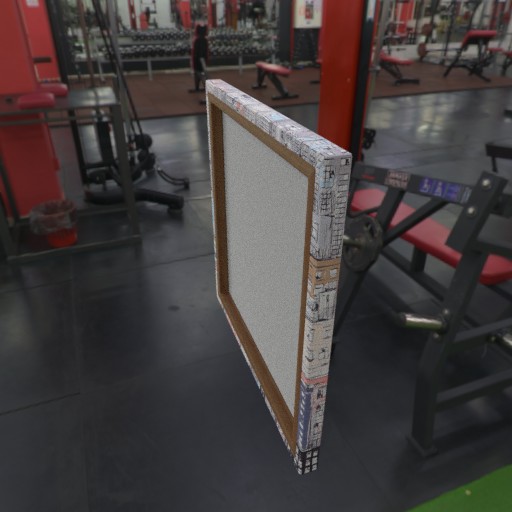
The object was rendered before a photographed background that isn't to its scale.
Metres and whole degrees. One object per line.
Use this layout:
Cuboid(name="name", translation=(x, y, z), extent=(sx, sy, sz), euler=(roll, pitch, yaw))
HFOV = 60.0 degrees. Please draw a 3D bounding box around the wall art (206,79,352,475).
Cuboid(name="wall art", translation=(0.000, 0.000, 1.159), extent=(0.048, 0.762, 0.761), euler=(-10, 31, -16))
